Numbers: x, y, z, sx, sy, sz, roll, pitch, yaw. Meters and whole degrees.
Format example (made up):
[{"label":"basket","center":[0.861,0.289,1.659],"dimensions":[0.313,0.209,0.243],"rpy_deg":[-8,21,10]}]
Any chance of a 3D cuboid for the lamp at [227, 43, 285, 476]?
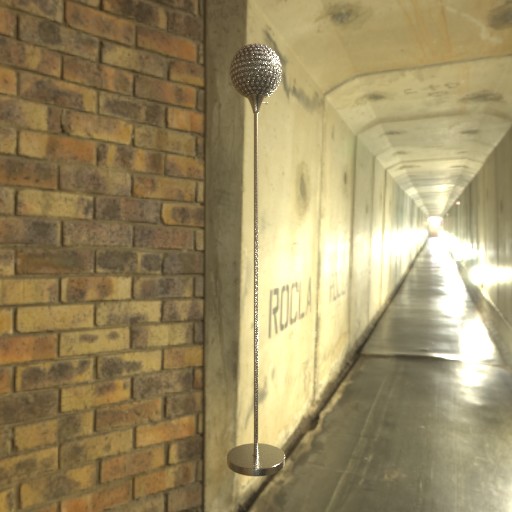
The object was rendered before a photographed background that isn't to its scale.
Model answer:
[{"label":"lamp","center":[0.000,0.000,1.943],"dimensions":[0.254,1.805,0.254],"rpy_deg":[0,0,0]}]
